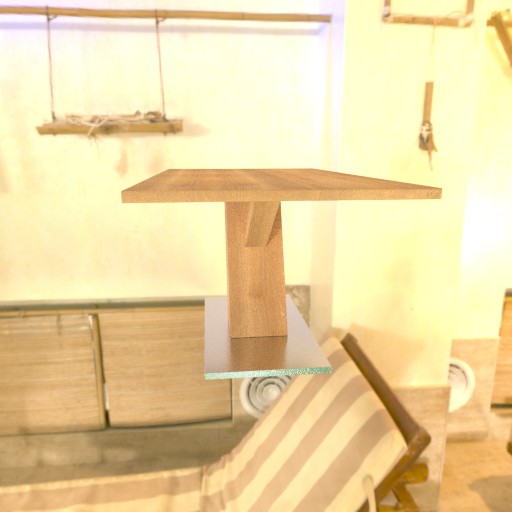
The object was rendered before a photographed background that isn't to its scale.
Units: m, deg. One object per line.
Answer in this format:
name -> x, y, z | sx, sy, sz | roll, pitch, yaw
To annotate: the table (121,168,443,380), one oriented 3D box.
table -> 0.000, 0.000, 2.084 | 0.900, 0.750, 1.600 | -1, 13, -6
